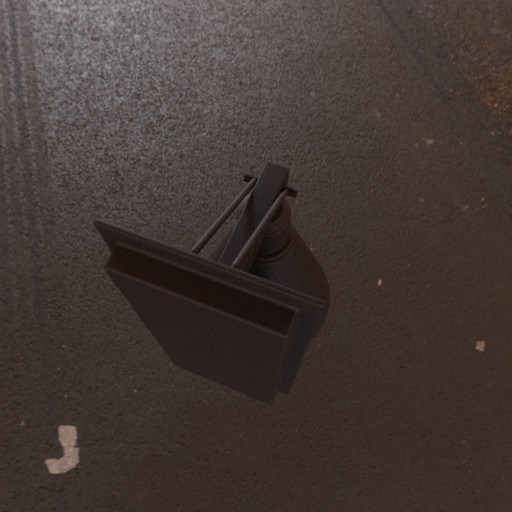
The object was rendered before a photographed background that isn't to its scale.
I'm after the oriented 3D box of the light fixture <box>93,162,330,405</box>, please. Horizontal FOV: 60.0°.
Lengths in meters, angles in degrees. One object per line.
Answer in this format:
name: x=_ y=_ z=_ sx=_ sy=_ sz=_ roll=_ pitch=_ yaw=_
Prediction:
light fixture: x=0.000 y=0.000 z=0.422 sx=0.170 sy=0.298 sz=0.207 roll=20 pitch=65 yaw=9
